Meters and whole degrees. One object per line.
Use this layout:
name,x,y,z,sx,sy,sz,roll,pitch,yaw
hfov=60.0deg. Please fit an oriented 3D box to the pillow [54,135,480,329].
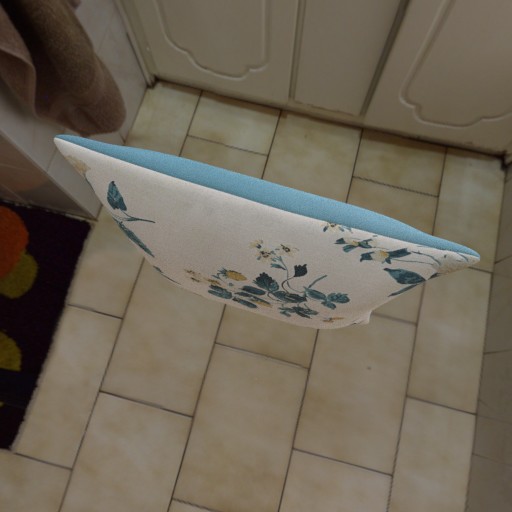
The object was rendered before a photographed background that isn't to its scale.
pillow,0.000,0.000,0.760,0.526,0.507,0.166,16,75,4
